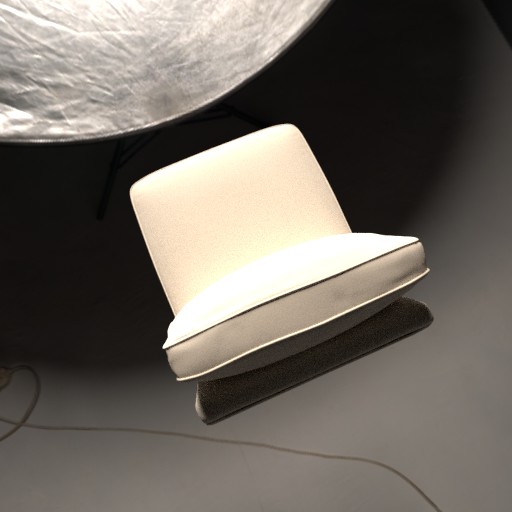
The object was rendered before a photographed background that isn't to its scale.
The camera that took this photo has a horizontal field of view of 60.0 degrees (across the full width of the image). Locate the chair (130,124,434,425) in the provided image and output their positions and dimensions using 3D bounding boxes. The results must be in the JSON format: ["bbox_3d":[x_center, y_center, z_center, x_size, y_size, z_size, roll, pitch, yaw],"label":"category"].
[{"bbox_3d":[0.000,0.000,1.414,0.630,0.887,0.781,-23,78,-5],"label":"chair"}]
